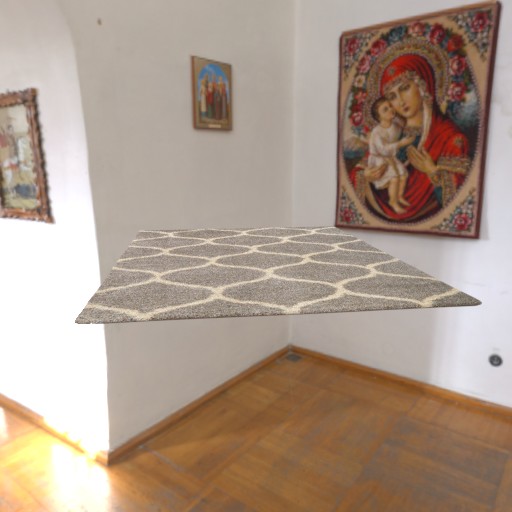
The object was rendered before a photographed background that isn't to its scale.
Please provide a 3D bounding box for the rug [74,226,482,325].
[{"bbox_3d":[0.000,0.000,3.983,2.399,0.026,3.000,-2,13,-8],"label":"rug"}]
